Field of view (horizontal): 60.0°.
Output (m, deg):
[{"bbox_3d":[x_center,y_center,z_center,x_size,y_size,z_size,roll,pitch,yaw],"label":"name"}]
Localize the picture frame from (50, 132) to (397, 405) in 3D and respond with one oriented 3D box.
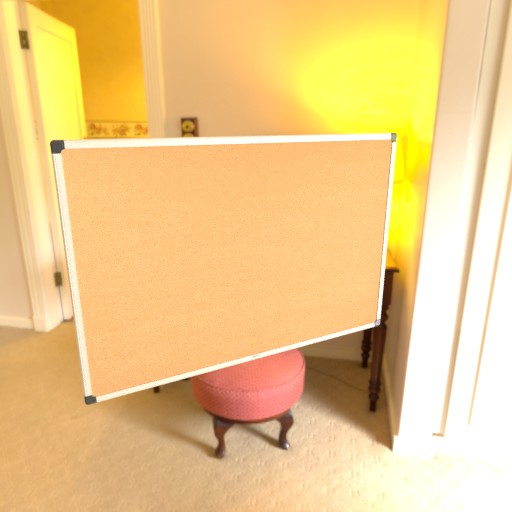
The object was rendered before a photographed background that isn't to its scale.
[{"bbox_3d":[0.000,0.000,1.144,0.900,0.600,0.010,-9,20,-26],"label":"picture frame"}]
